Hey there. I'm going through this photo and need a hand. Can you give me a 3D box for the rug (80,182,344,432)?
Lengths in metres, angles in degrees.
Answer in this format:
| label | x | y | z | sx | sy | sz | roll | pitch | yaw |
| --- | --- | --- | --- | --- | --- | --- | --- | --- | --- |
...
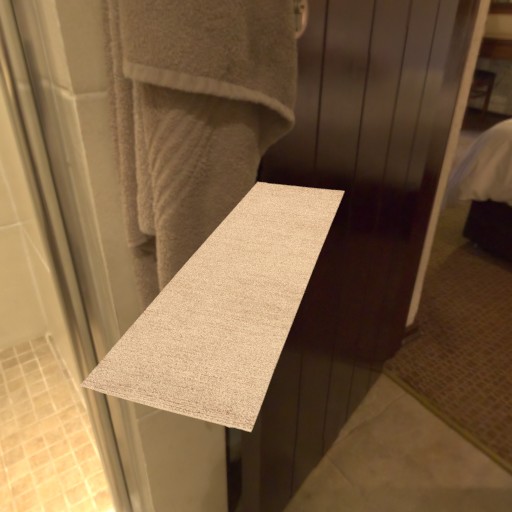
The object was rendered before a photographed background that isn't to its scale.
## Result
| label | x | y | z | sx | sy | sz | roll | pitch | yaw |
| --- | --- | --- | --- | --- | --- | --- | --- | --- | --- |
| rug | 0.000 | 0.000 | 2.607 | 0.712 | 0.013 | 2.346 | 9 | 32 | 15 |
